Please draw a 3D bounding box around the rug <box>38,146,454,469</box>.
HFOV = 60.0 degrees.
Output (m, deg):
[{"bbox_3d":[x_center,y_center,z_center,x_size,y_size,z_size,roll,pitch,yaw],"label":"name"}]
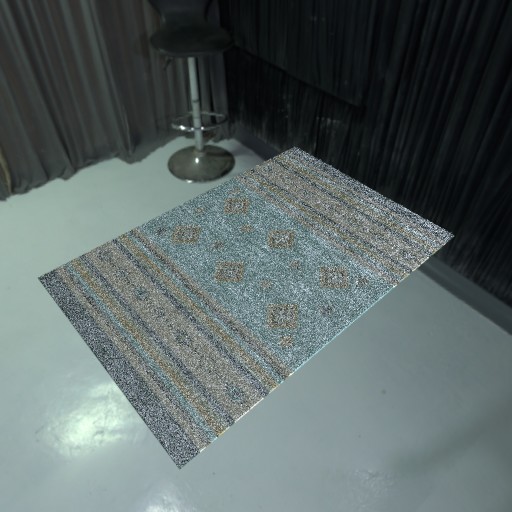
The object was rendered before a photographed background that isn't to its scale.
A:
[{"bbox_3d":[0.000,0.000,2.301,1.811,0.010,1.212,-33,54,-28],"label":"rug"}]
